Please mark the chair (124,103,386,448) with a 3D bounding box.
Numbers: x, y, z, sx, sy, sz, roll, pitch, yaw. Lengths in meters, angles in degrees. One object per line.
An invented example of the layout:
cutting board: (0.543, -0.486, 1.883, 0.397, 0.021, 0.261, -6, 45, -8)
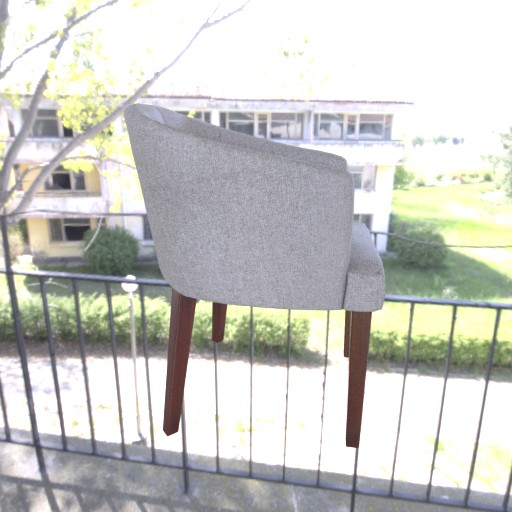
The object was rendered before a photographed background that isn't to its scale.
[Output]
chair: (0.000, 0.000, 1.244, 0.655, 0.811, 0.583, 3, 16, 9)
